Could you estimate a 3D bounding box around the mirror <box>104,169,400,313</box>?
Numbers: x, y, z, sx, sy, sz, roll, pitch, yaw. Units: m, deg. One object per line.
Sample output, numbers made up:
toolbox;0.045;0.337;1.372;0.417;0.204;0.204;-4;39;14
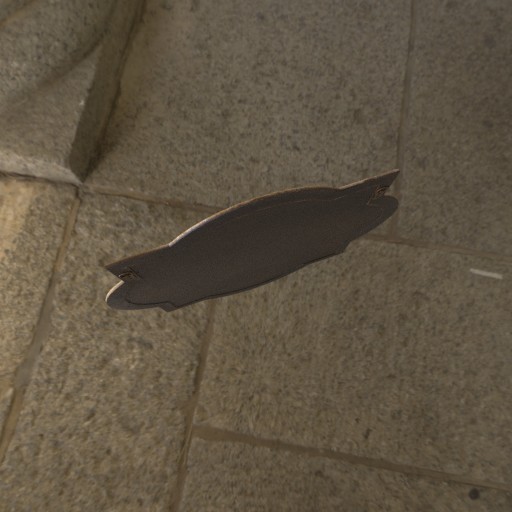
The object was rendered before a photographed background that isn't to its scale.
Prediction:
mirror;0.000;0.000;1.041;0.686;0.686;0.019;-19;76;-5
